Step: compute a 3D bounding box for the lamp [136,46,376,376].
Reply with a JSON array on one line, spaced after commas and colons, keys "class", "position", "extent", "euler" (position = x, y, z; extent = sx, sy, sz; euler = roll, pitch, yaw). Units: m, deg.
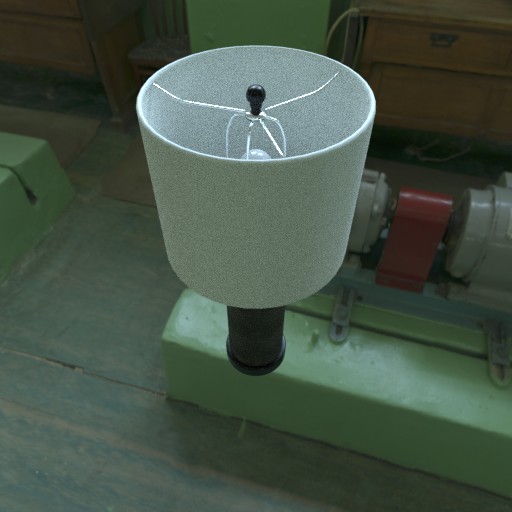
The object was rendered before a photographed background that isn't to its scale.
[{"class": "lamp", "position": [0.000, 0.000, 0.795], "extent": [0.305, 0.634, 0.305], "euler": [11, 48, 10]}]
